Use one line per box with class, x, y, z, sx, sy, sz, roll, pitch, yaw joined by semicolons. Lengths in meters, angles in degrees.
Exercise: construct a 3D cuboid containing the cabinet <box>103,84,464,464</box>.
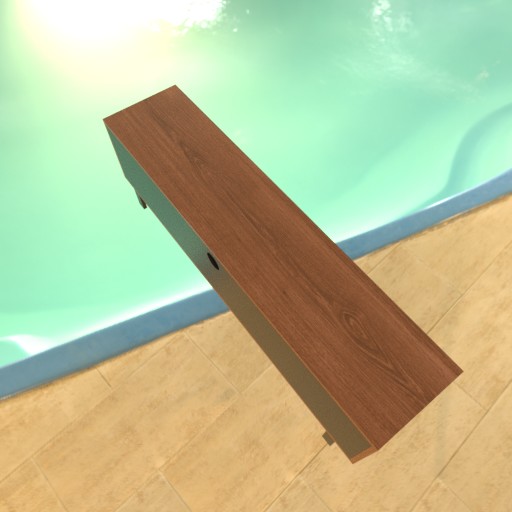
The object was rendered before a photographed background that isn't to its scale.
cabinet;0.000;0.000;1.847;0.400;0.500;1.650;-33;65;-18
